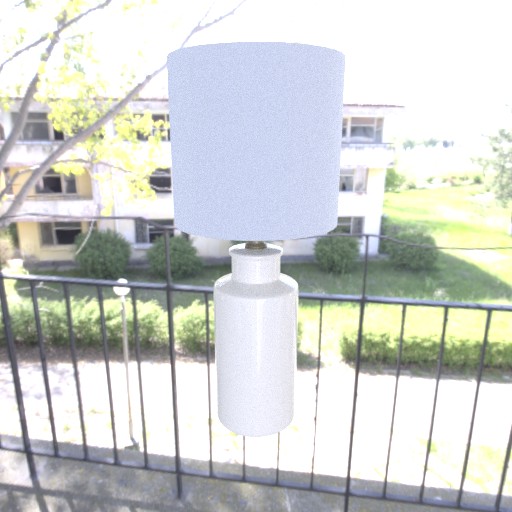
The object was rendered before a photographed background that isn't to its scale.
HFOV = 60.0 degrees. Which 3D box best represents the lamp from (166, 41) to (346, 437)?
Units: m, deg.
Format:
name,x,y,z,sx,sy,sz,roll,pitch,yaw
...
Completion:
name,x,y,z,sx,sy,sz,roll,pitch,yaw
lamp,0.000,0.000,0.599,0.212,0.493,0.212,2,16,8
